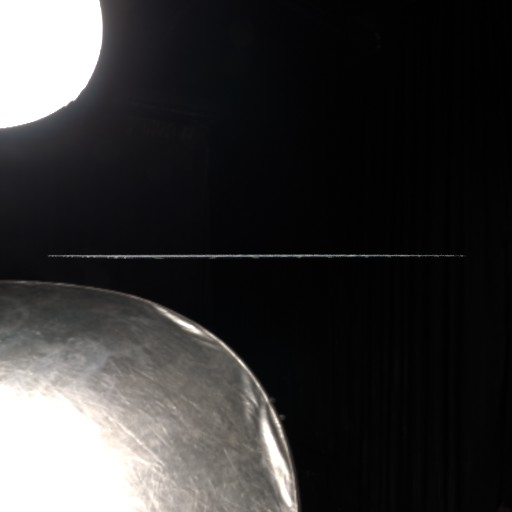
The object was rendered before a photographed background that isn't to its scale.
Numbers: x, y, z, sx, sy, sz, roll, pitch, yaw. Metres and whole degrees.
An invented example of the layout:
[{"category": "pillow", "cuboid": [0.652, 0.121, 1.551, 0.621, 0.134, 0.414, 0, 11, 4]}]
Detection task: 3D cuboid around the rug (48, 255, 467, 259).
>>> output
[{"category": "rug", "cuboid": [0.000, 0.000, 4.373, 3.353, 0.010, 2.438, 0, 0, -35]}]
